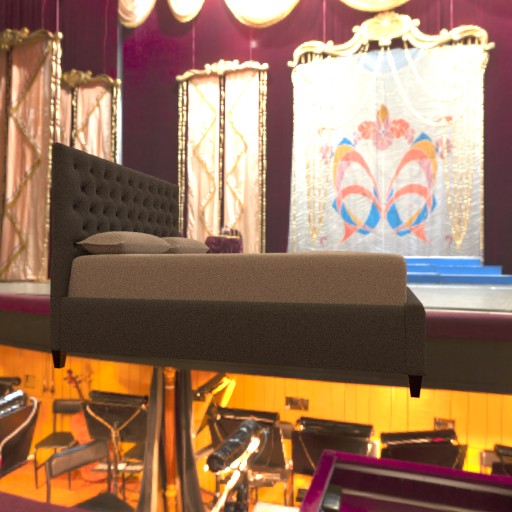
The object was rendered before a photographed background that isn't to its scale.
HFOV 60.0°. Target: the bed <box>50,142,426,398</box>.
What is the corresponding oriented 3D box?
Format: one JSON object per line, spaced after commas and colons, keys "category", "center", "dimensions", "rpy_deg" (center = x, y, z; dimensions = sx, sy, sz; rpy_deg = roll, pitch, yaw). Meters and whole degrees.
{"category": "bed", "center": [0.000, 0.000, 3.279], "dimensions": [2.231, 1.427, 1.698], "rpy_deg": [0, -1, 16]}
